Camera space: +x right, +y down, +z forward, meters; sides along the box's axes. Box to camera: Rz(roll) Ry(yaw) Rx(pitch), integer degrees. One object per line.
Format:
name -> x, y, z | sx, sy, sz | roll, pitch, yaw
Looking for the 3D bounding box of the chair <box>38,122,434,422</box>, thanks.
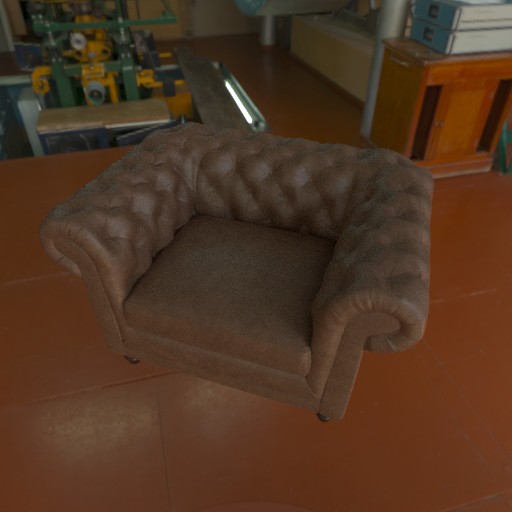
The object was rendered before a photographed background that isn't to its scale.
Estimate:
chair -> 0.000, 0.000, 1.862 | 1.298, 0.784, 0.954 | 12, 41, 14
